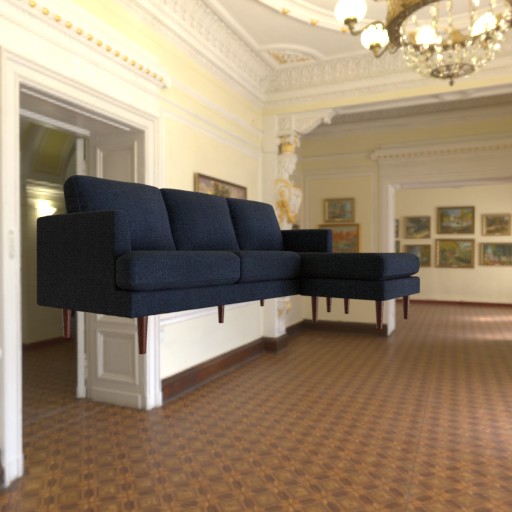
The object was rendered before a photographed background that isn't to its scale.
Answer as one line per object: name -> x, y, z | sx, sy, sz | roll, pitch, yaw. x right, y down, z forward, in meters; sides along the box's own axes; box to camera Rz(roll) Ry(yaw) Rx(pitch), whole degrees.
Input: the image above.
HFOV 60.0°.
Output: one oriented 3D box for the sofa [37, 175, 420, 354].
sofa -> 0.000, 0.000, 2.969 | 1.504, 0.956, 2.233 | 0, 0, 37
